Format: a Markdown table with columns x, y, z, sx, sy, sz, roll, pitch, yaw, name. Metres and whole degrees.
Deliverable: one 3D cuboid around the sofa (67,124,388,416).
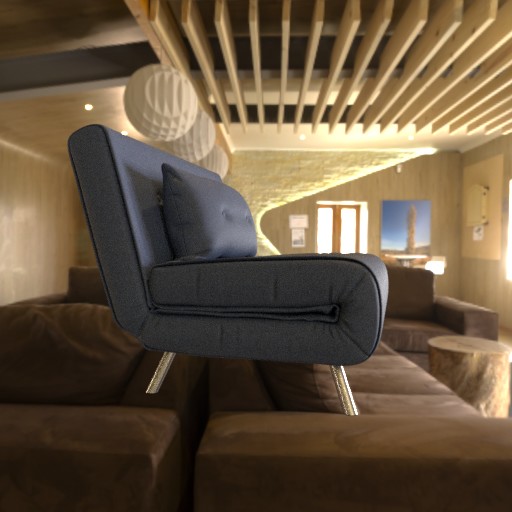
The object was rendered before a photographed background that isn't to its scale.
| x | y | z | sx | sy | sz | roll | pitch | yaw | name |
| --- | --- | --- | --- | --- | --- | --- | --- | --- | --- |
| 0.000 | 0.000 | 1.760 | 0.996 | 0.860 | 0.999 | 0 | 1 | 17 | sofa |
